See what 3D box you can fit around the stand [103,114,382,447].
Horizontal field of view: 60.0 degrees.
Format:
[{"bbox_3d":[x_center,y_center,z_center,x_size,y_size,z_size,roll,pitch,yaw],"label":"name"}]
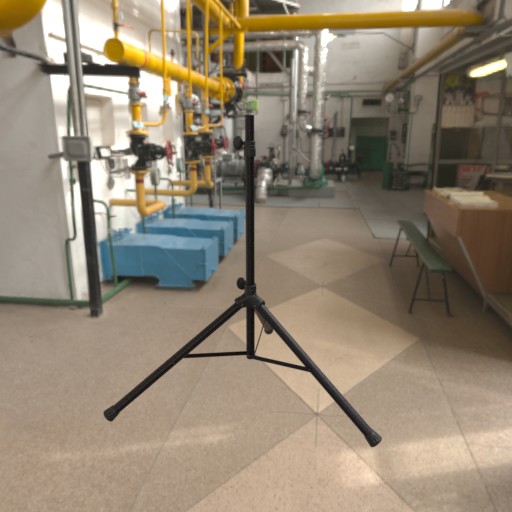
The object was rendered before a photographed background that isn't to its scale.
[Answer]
[{"bbox_3d":[0.000,0.000,1.886,1.045,1.136,0.907,3,16,10],"label":"stand"}]
